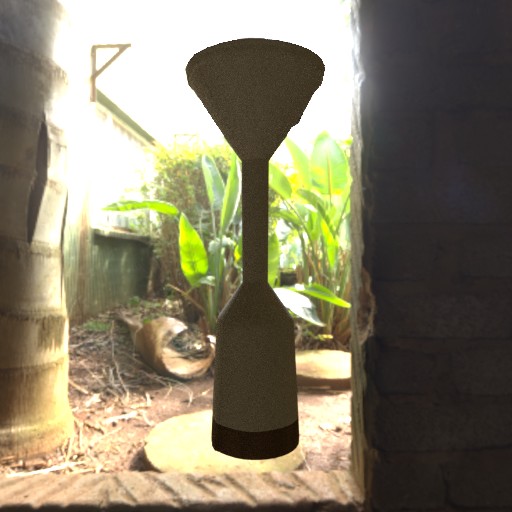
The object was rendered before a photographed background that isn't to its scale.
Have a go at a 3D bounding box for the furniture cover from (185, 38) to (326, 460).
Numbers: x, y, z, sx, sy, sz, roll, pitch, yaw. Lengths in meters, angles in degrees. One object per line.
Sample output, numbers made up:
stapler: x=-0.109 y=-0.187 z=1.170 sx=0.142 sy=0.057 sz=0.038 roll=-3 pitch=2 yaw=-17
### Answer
furniture cover: x=0.000 y=0.000 z=2.898 sx=0.914 sy=2.413 sz=0.914 roll=0 pitch=0 yaw=-36
